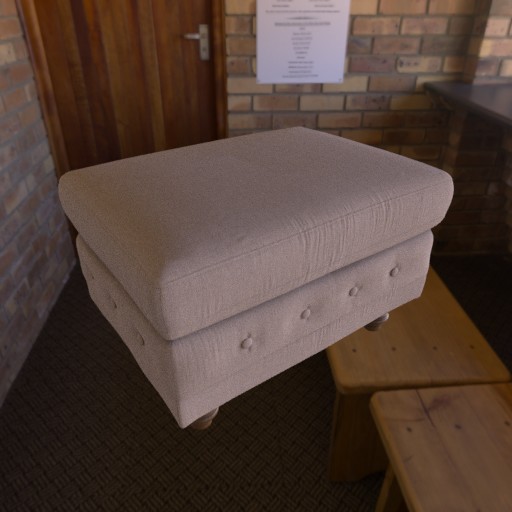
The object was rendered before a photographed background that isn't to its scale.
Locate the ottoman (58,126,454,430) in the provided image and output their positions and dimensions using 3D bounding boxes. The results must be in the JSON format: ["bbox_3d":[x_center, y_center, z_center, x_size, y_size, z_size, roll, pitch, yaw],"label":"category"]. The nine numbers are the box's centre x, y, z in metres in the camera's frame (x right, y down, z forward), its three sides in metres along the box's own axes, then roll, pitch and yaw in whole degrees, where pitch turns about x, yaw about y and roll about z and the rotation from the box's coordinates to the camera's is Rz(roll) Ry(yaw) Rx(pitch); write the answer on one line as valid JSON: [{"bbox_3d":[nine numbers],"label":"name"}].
[{"bbox_3d":[0.000,0.000,1.126,0.771,0.500,0.569,-20,36,-31],"label":"ottoman"}]
